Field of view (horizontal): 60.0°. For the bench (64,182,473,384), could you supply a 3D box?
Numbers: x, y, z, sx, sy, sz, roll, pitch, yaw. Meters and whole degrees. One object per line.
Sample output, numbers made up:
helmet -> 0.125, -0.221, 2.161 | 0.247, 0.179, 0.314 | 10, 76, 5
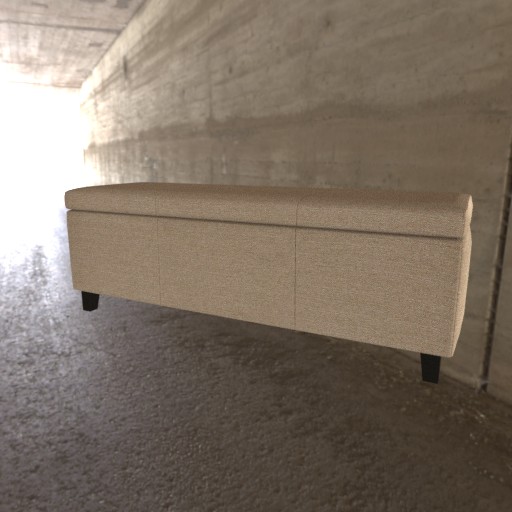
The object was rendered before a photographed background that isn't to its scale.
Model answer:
bench -> 0.000, 0.000, 1.464 | 1.269, 0.438, 0.446 | 6, 14, 26
